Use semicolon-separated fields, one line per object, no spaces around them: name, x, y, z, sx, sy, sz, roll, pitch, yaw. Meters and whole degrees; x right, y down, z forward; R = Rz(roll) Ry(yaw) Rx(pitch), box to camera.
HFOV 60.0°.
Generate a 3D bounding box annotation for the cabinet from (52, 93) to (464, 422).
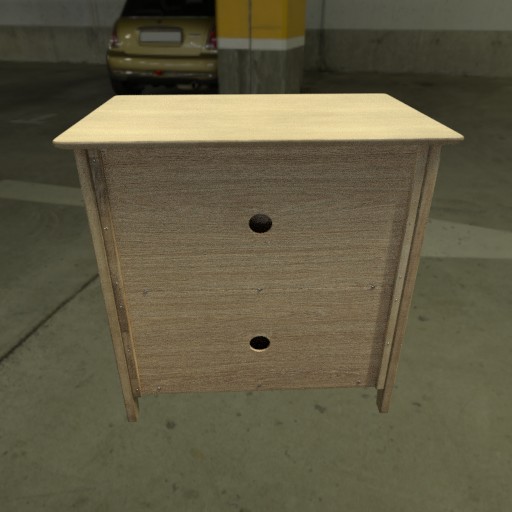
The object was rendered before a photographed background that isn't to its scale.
cabinet;0.000;0.000;1.212;0.763;0.762;0.503;-1;29;-2
